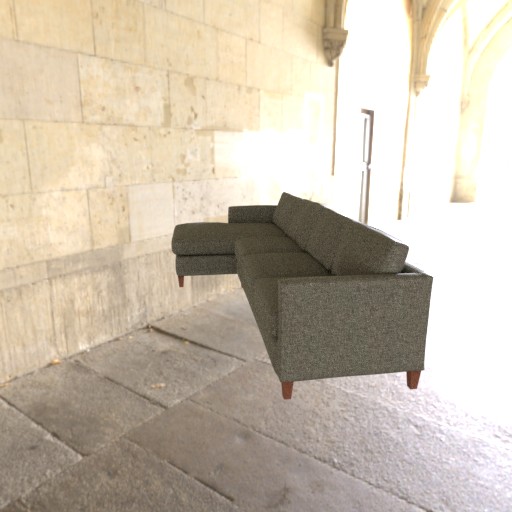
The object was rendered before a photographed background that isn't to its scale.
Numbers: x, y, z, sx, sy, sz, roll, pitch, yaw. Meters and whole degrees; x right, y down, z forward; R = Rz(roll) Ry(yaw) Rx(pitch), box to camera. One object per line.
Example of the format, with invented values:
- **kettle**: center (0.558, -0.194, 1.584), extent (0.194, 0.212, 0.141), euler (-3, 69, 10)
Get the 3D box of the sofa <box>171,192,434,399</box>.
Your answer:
- **sofa**: center (0.000, 0.000, 4.182), extent (1.635, 0.960, 3.485), euler (-2, 14, -8)
